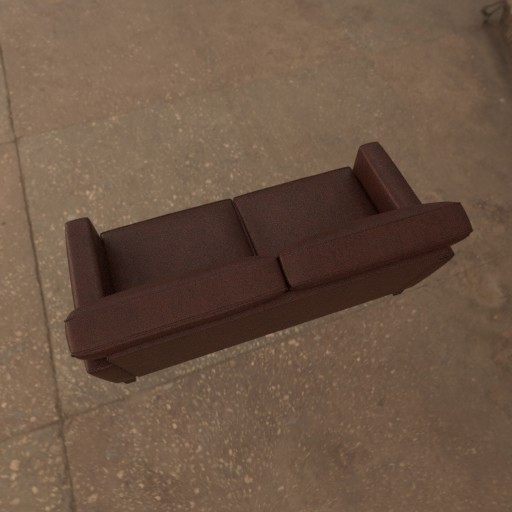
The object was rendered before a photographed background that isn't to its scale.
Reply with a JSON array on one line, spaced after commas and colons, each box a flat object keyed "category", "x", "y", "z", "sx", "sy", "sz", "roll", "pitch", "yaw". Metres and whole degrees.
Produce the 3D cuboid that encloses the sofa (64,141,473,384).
[{"category": "sofa", "x": 0.000, "y": 0.000, "z": 2.392, "sx": 1.876, "sy": 0.928, "sz": 0.912, "roll": -16, "pitch": 60, "yaw": -10}]
